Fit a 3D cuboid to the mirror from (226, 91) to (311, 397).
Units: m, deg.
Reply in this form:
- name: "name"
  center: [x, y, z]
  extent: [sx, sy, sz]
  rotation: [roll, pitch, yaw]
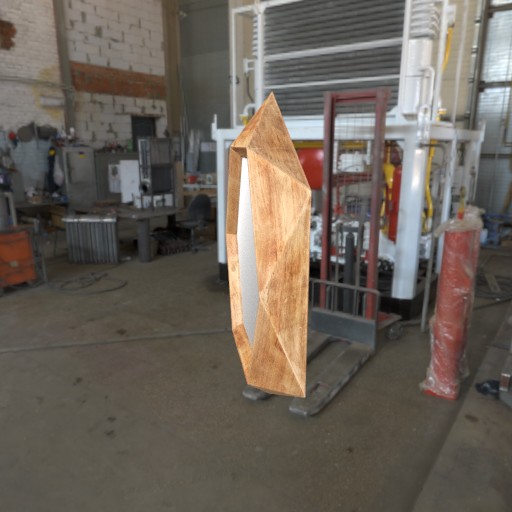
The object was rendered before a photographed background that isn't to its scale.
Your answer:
- name: "mirror"
  center: [0.000, 0.000, 1.111]
  extent: [0.091, 0.779, 0.675]
  rotation: [-2, 14, -9]
